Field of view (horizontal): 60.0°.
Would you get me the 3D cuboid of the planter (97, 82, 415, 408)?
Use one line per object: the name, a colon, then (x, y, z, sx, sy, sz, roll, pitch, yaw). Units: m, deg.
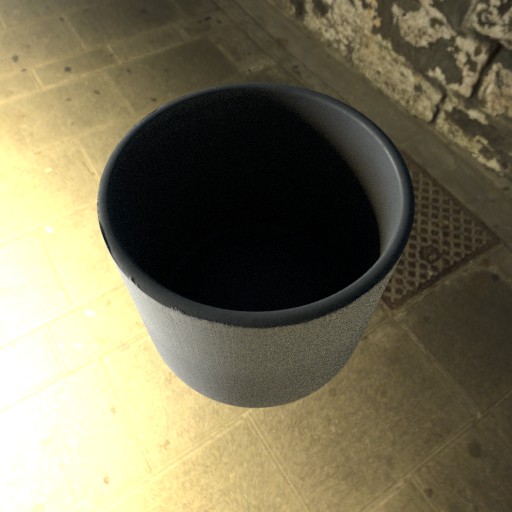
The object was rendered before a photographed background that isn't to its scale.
planter: (0.000, 0.000, 0.397, 0.226, 0.201, 0.226, 0, 58, 0)
